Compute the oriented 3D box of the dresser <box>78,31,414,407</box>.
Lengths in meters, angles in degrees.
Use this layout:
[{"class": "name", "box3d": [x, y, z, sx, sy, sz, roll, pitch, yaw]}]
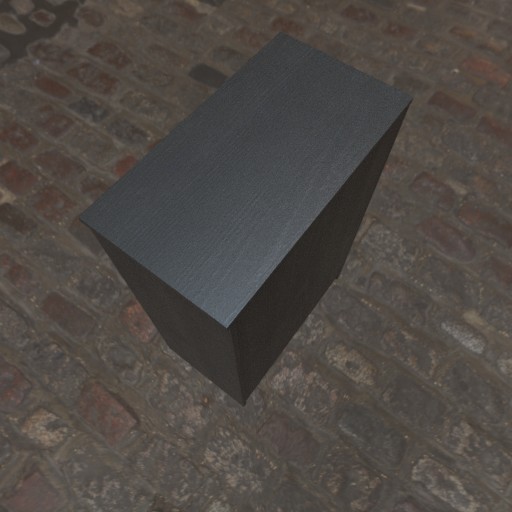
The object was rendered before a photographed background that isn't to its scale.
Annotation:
[{"class": "dresser", "box3d": [0.000, 0.000, 1.419, 0.398, 1.020, 0.700, 34, 68, 16]}]
